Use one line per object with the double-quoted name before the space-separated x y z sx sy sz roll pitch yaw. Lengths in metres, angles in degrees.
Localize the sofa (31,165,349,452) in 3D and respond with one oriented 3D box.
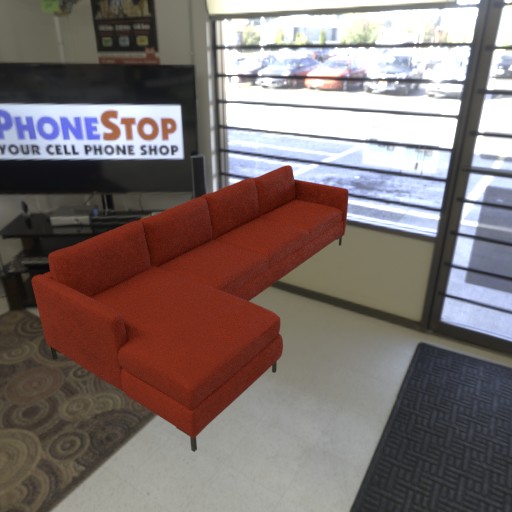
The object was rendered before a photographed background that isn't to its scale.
"sofa" 0.000 0.000 2.938 1.136 0.663 2.467 17 30 32
